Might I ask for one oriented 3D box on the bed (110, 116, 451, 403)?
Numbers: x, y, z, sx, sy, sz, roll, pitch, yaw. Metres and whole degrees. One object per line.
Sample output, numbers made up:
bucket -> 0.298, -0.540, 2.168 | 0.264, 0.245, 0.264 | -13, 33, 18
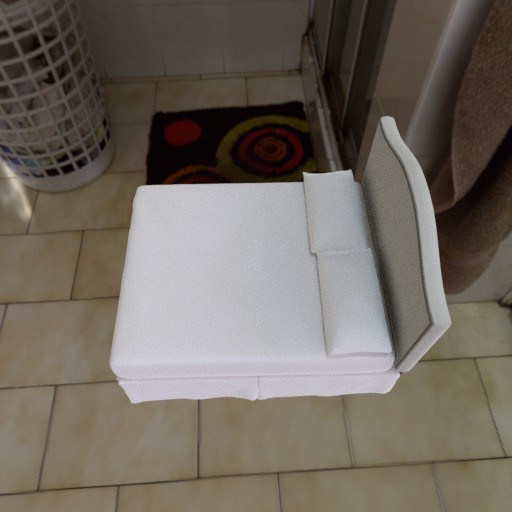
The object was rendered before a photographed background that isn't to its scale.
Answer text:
bed -> 0.000, 0.000, 3.428 | 2.180, 1.607, 1.813 | -1, 58, -1
